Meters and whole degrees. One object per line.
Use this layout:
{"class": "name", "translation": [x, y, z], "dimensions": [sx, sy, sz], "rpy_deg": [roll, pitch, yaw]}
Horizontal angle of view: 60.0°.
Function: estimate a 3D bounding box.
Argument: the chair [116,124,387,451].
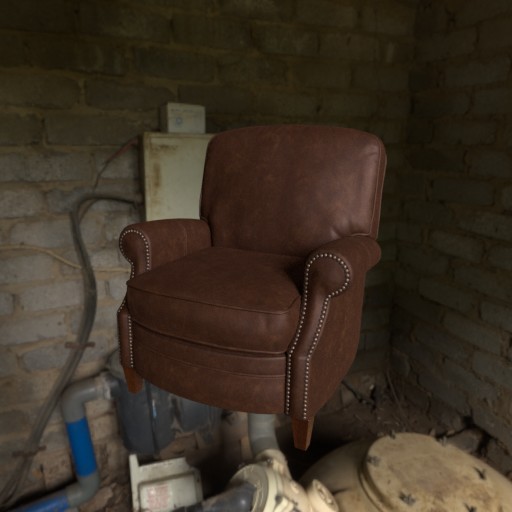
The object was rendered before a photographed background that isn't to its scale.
{"class": "chair", "translation": [0.000, 0.000, 1.771], "dimensions": [0.936, 1.018, 0.986], "rpy_deg": [8, 17, 26]}
